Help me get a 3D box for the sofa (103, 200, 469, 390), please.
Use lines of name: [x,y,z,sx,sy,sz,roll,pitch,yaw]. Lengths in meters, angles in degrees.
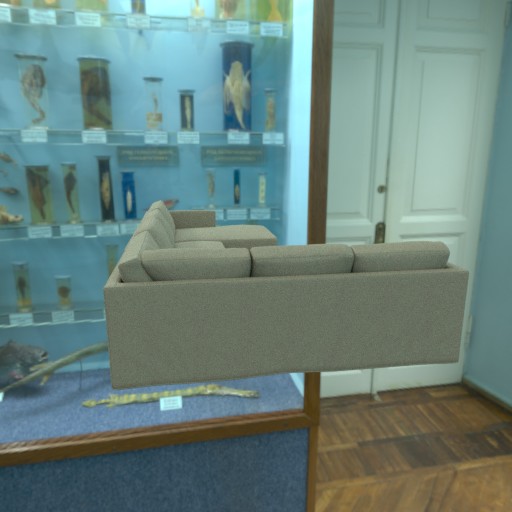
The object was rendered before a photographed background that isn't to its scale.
sofa: [0.000,0.000,4.552,2.427,0.882,3.460,-2,14,-9]
